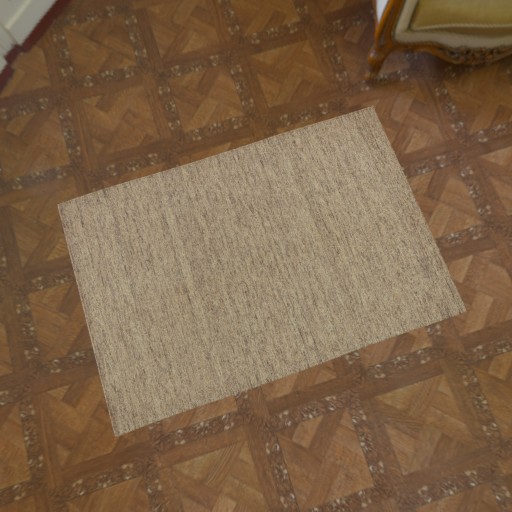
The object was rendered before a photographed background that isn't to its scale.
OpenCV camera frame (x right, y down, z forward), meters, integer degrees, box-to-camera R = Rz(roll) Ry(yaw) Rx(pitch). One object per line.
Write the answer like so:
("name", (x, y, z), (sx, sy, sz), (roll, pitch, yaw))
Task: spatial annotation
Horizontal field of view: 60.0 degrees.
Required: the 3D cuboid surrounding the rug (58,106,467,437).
("rug", (0.000, 0.000, 2.880), (2.283, 0.013, 1.547), (-18, 77, -5))
